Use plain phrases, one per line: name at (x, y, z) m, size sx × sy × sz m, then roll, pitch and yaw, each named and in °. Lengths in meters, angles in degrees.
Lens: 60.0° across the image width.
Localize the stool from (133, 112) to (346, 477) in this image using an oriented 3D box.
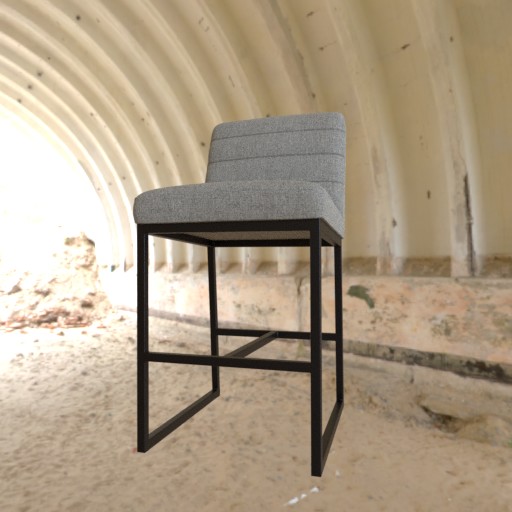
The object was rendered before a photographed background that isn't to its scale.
stool at (0.000, 0.000, 1.244) m, size 0.460 × 0.940 × 0.560 m, roll 0°, pitch -1°, yaw 17°
